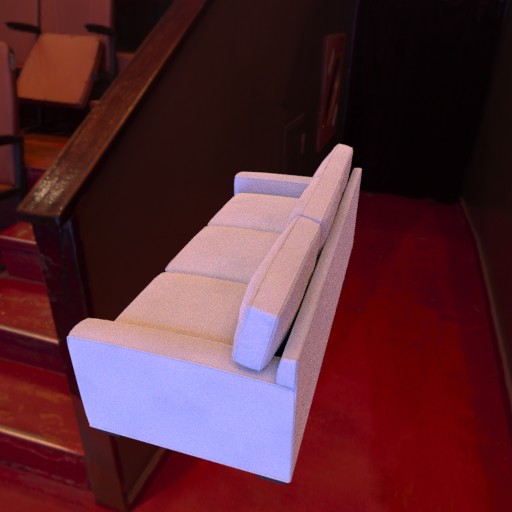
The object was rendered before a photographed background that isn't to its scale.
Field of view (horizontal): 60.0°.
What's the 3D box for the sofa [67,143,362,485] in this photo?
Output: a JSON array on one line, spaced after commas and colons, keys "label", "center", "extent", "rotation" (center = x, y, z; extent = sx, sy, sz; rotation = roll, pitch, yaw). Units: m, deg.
[{"label": "sofa", "center": [0.000, 0.000, 2.536], "extent": [0.935, 0.862, 2.088], "rotation": [9, 31, 15]}]
